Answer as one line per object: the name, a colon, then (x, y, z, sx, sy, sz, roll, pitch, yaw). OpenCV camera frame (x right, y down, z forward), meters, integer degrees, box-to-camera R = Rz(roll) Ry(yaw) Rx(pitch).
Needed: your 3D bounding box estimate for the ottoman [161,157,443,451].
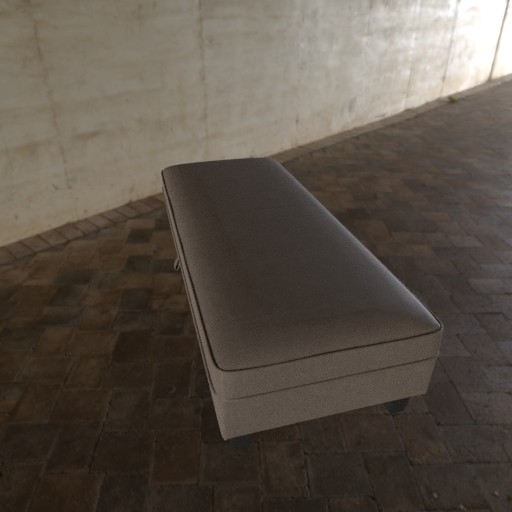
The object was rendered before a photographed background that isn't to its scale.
ottoman: (0.000, 0.000, 2.056, 0.751, 0.470, 1.764, -8, 31, -13)
